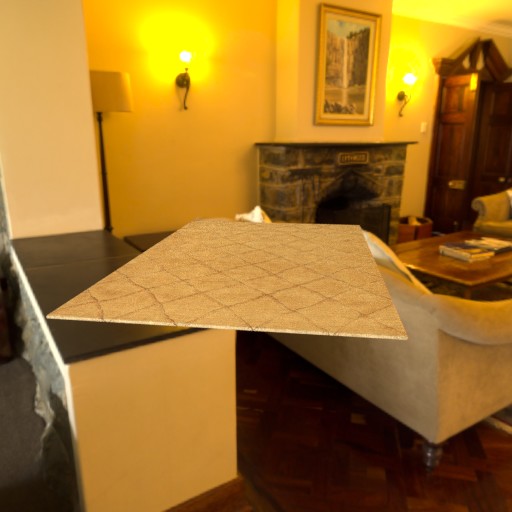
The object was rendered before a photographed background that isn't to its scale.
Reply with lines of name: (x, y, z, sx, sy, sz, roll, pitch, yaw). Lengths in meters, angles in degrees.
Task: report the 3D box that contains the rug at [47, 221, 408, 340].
rug: (0.000, 0.000, 2.930, 1.528, 0.014, 2.292, 2, 15, 8)
